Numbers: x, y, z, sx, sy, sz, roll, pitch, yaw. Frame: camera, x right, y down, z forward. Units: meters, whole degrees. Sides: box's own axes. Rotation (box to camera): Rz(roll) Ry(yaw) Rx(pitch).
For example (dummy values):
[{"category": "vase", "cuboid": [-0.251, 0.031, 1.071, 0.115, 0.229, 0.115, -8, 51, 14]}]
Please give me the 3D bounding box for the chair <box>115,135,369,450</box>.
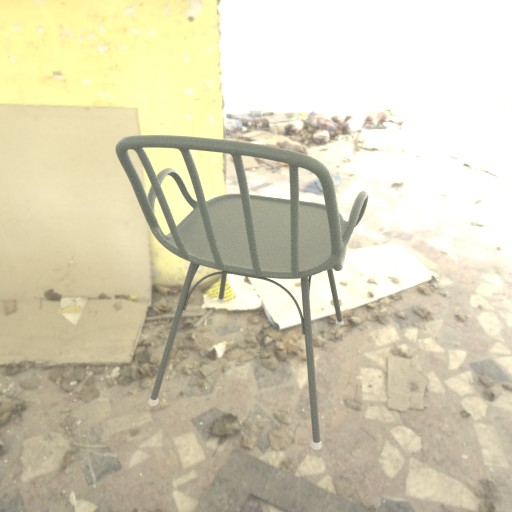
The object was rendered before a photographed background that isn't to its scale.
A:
[{"category": "chair", "cuboid": [0.000, 0.000, 1.220, 0.549, 0.816, 0.597, 9, 33, 15]}]
